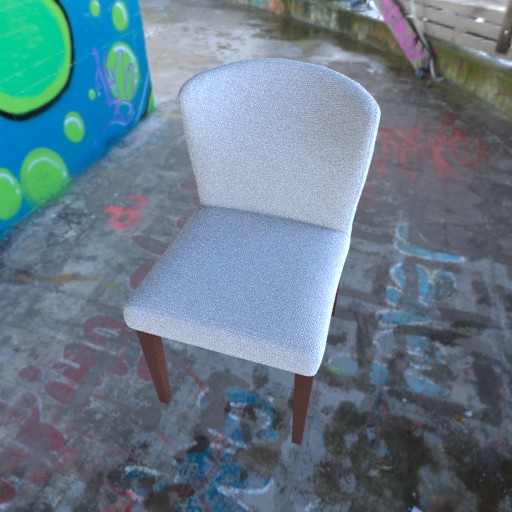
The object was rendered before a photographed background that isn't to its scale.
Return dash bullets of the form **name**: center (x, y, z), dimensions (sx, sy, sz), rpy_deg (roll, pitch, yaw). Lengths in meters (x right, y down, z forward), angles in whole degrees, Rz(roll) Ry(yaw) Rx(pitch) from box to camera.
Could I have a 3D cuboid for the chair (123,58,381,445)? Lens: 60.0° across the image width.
- **chair**: center (0.000, 0.000, 1.187), dimensions (0.491, 0.839, 0.589), rpy_deg (12, 44, 13)
